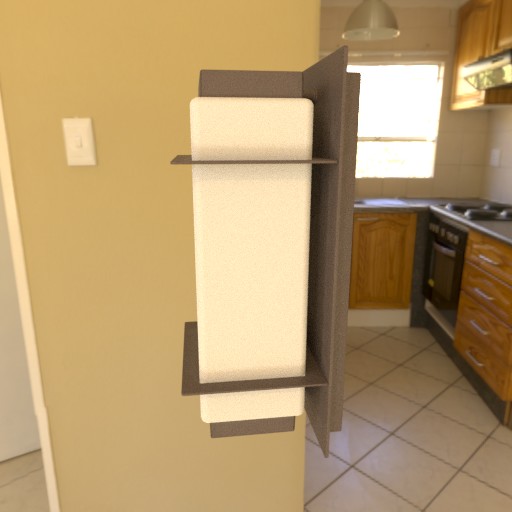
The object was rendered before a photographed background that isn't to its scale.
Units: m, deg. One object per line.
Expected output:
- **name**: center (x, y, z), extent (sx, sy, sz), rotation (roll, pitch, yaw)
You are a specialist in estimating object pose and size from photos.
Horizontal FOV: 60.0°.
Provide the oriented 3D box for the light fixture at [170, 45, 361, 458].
- **light fixture**: center (0.000, 0.000, 0.426), extent (0.146, 0.347, 0.153), rotation (-2, 15, -8)
